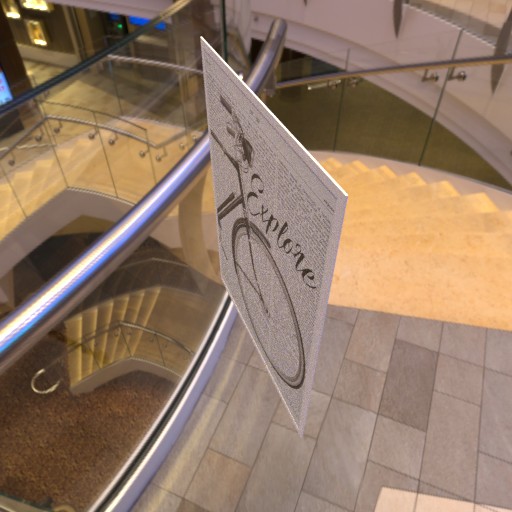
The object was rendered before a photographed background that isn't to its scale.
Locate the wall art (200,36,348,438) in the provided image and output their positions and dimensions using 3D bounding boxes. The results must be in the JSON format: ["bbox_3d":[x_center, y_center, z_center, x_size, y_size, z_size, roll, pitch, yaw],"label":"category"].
[{"bbox_3d":[0.000,0.000,0.807,0.003,0.610,0.457,-17,49,-16],"label":"wall art"}]
